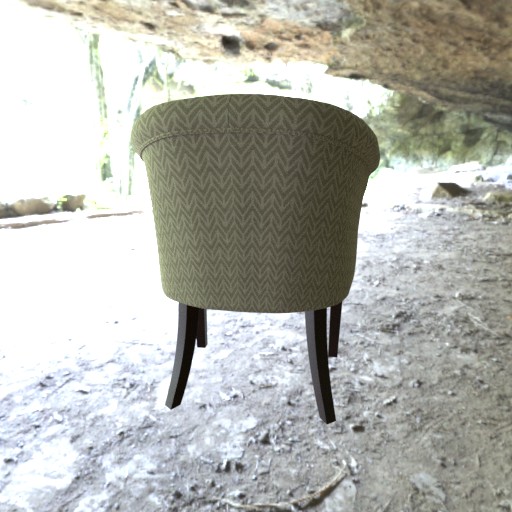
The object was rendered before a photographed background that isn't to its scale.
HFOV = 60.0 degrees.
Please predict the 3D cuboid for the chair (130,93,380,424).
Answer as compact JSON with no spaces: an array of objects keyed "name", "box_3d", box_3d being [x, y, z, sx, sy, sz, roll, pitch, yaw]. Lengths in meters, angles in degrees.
[{"name":"chair","box_3d":[0.000,0.000,1.311,0.686,0.858,0.613,2,15,9]}]
